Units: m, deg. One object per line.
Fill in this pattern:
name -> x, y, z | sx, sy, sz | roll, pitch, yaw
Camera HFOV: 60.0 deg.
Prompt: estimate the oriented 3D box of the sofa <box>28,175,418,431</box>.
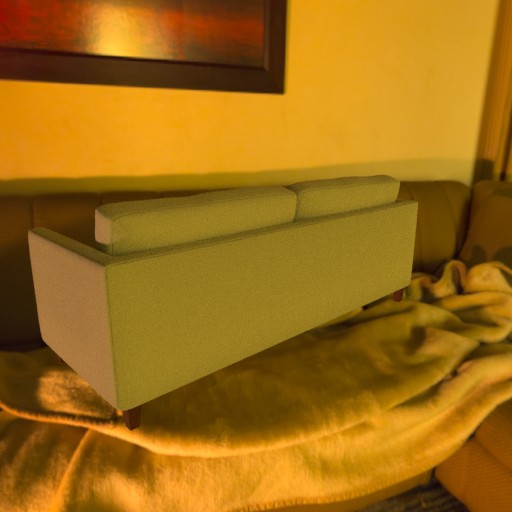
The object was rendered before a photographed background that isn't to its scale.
sofa -> 0.000, 0.000, 2.838 | 2.434, 0.965, 0.948 | -14, 21, -41
